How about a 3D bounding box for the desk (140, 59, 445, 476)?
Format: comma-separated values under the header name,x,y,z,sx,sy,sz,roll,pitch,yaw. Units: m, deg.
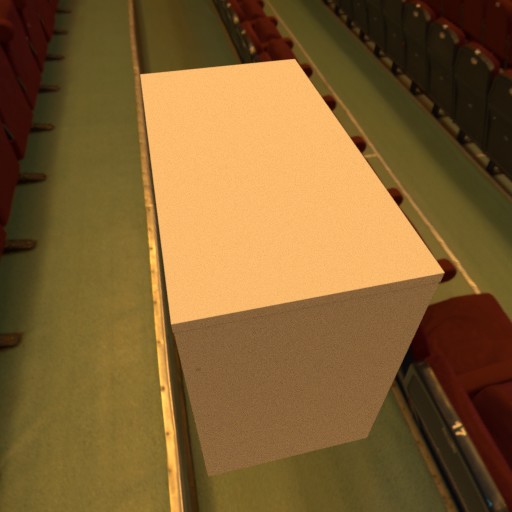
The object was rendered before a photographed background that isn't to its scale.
name,x,y,z,sx,sy,sz,roll,pitch,yaw
desk,0.000,0.000,1.291,0.482,0.730,0.898,-10,47,-9
